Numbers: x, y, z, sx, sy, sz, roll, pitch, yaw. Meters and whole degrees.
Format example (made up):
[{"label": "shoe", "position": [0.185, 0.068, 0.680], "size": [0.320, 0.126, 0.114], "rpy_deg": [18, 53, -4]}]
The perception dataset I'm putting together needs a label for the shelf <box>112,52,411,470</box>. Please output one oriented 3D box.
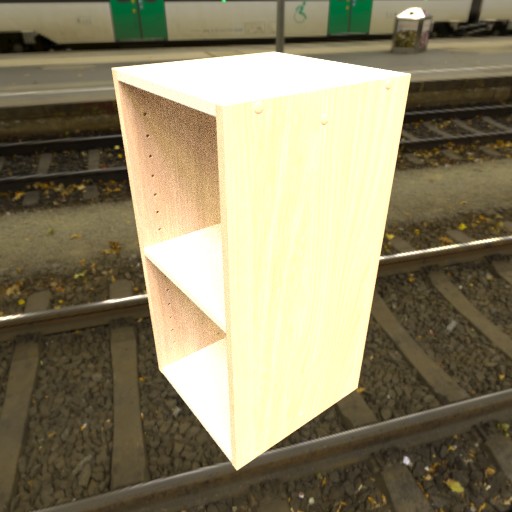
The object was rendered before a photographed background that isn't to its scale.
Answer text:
[{"label": "shelf", "position": [0.000, 0.000, 0.762], "size": [0.297, 0.594, 0.290], "rpy_deg": [-21, 37, -31]}]
